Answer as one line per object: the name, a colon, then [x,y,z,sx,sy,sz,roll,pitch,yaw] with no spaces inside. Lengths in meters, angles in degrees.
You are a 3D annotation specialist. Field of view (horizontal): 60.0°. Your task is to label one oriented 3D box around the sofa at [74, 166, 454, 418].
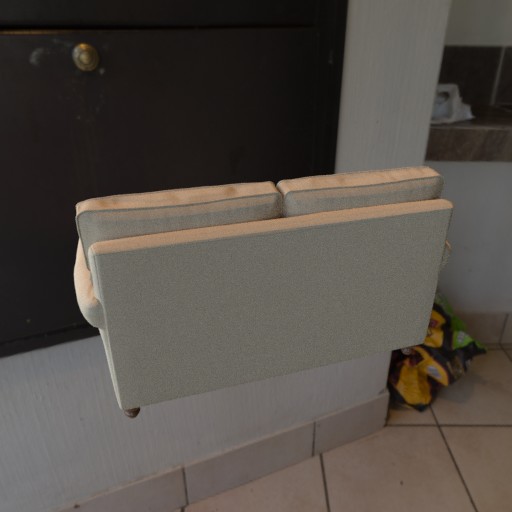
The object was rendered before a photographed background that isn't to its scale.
sofa: [0.000,0.000,2.220,1.665,0.937,0.964,-8,28,-16]
